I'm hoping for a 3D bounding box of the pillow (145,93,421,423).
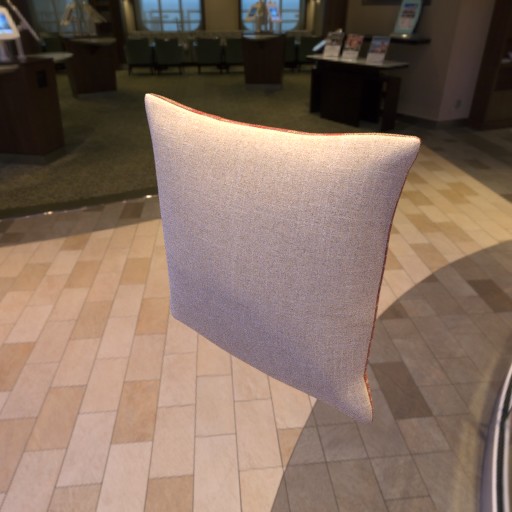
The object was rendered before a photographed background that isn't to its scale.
[{"bbox_3d":[0.000,0.000,0.788,0.511,0.503,0.182,22,36,33],"label":"pillow"}]
